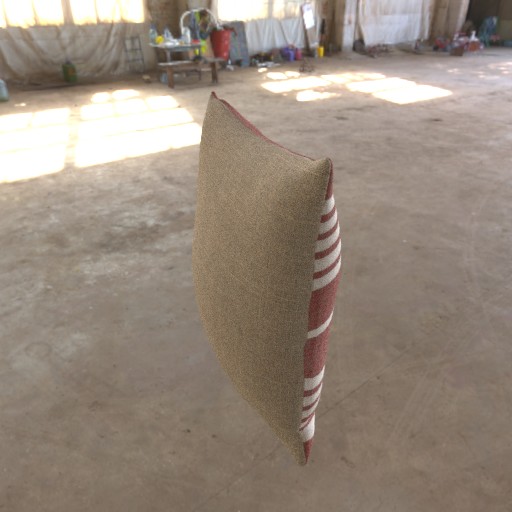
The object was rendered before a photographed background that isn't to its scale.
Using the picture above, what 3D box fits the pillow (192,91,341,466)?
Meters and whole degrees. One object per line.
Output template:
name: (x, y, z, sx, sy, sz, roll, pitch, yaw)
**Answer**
pillow: (0.000, 0.000, 0.680, 0.182, 0.427, 0.439, -10, 31, -17)
